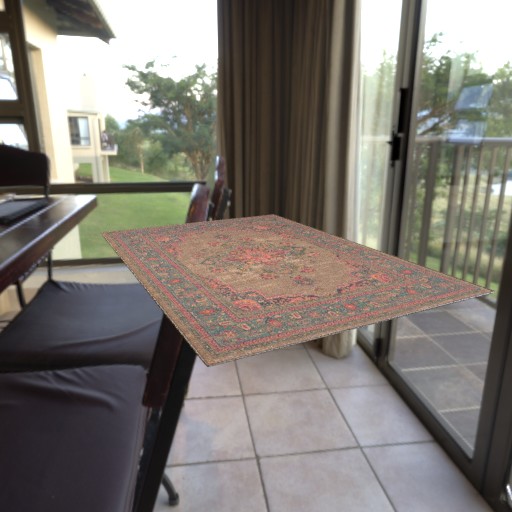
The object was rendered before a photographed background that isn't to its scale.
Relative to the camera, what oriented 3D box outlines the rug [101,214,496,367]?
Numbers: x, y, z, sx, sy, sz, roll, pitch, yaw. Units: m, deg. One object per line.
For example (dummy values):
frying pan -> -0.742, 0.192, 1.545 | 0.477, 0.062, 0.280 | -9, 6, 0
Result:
rug -> 0.000, 0.000, 3.653 | 2.005, 0.013, 2.890 | -8, 19, -26
